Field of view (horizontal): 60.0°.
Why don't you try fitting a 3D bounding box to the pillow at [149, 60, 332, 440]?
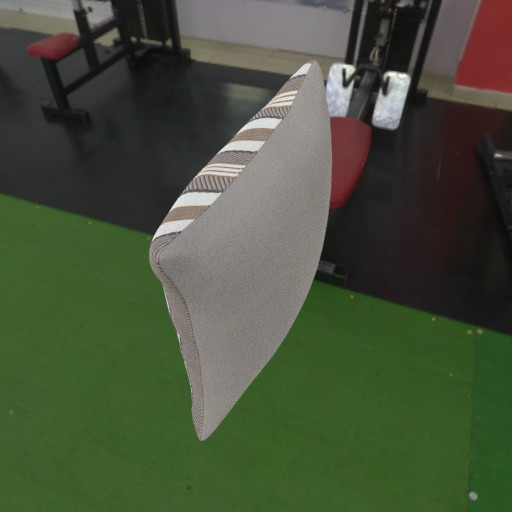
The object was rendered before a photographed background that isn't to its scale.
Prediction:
[{"bbox_3d":[0.000,0.000,0.634,0.173,0.401,0.416,17,49,16],"label":"pillow"}]
